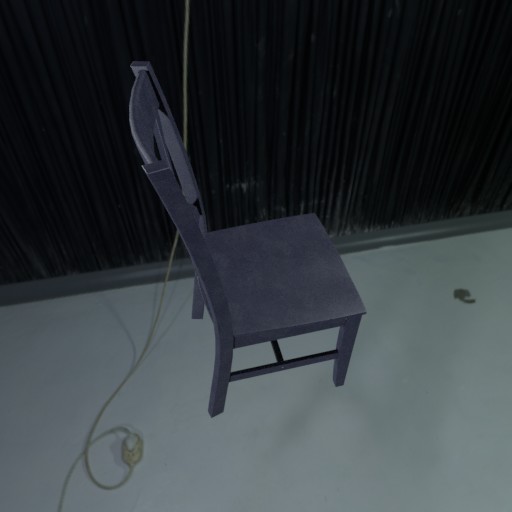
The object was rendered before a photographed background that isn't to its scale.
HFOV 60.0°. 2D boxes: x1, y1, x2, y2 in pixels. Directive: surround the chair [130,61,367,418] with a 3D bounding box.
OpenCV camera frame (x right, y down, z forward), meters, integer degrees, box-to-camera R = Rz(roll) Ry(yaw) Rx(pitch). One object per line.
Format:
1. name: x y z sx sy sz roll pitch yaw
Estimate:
1. chair: 0.000 0.000 1.297 0.542 0.983 0.485 -10 46 -10
